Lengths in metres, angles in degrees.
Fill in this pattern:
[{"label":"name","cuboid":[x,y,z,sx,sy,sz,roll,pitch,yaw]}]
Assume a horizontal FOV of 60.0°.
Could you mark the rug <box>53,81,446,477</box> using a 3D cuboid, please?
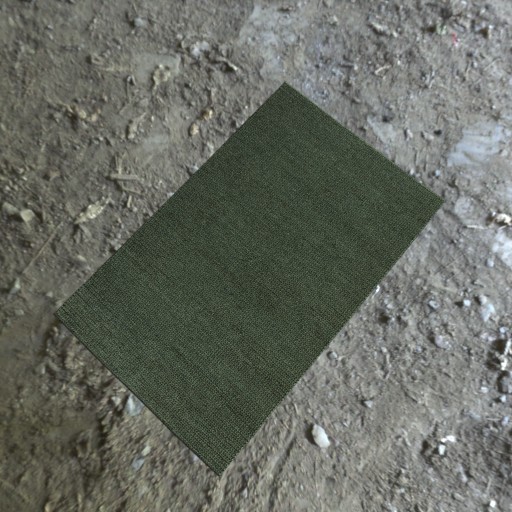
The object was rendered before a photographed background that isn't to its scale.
[{"label":"rug","cuboid":[0.000,0.000,3.106,1.538,0.021,2.443,40,79,10]}]
